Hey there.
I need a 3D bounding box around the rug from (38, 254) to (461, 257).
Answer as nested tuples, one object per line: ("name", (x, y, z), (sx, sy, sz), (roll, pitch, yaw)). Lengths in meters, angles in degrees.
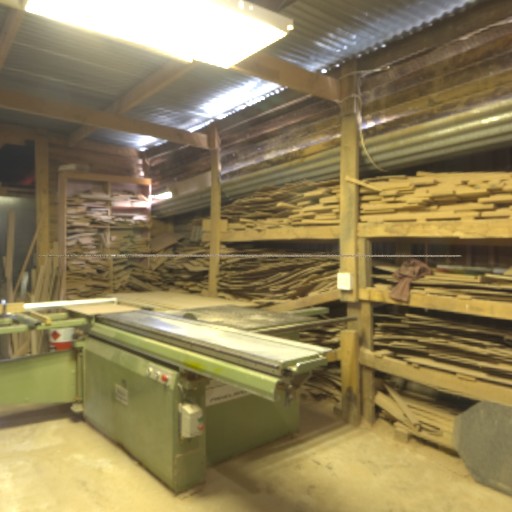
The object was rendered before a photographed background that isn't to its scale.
("rug", (0.000, 0.000, 3.006), (2.438, 0.010, 1.524), (0, 0, -35))
